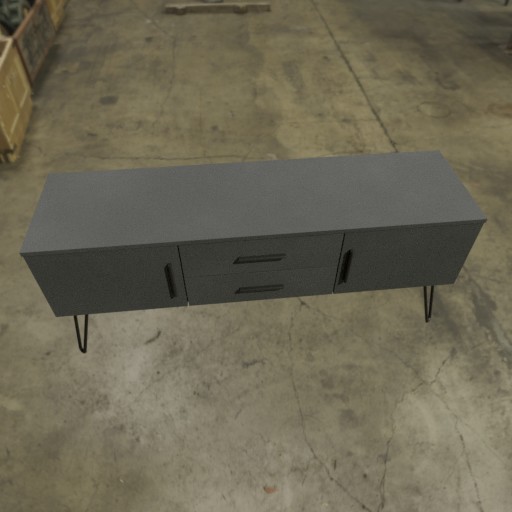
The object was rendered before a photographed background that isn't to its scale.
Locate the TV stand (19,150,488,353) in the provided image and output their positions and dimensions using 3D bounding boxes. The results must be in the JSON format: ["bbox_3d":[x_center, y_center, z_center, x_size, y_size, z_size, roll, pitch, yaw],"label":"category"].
[{"bbox_3d":[0.000,0.000,1.647,1.400,0.560,0.400,-4,46,-4],"label":"TV stand"}]
